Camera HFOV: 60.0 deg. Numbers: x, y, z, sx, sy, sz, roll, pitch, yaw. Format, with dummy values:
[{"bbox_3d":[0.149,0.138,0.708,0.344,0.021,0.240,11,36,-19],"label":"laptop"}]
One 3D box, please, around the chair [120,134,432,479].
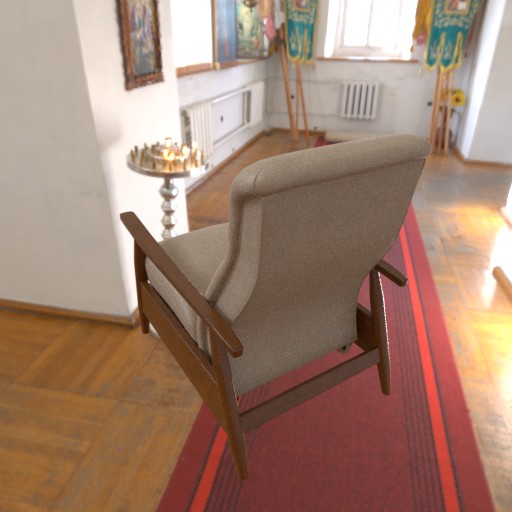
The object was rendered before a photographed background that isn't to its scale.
[{"bbox_3d":[0.000,0.000,1.773,0.762,1.082,1.030,-17,33,-28],"label":"chair"}]
